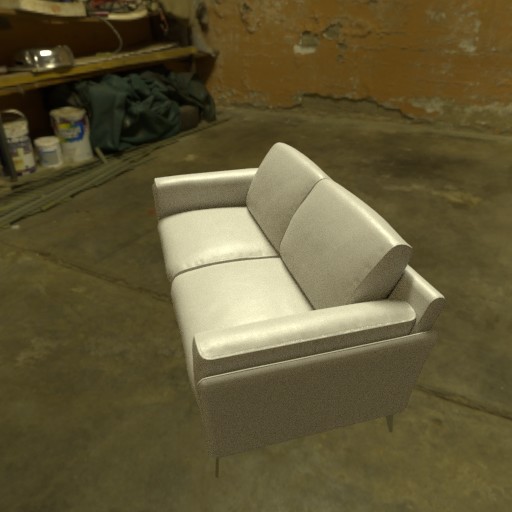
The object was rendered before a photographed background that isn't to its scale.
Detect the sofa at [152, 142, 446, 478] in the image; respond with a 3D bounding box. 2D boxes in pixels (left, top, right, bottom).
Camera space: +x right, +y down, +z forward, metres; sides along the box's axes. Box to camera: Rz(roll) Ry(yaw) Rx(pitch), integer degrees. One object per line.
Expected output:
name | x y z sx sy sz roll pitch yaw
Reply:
sofa | 0.000 0.000 2.632 1.049 0.930 2.101 -8 31 -14
